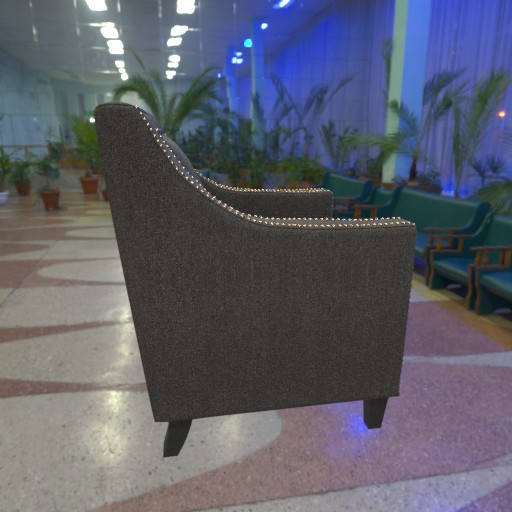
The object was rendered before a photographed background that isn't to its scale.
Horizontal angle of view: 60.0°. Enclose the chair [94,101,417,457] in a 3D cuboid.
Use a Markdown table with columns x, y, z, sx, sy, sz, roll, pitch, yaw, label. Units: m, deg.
| x | y | z | sx | sy | sz | roll | pitch | yaw | label |
| --- | --- | --- | --- | --- | --- | --- | --- | --- | --- |
| 0.000 | 0.000 | 1.539 | 0.884 | 0.967 | 0.776 | -3 | 16 | -10 | chair |
